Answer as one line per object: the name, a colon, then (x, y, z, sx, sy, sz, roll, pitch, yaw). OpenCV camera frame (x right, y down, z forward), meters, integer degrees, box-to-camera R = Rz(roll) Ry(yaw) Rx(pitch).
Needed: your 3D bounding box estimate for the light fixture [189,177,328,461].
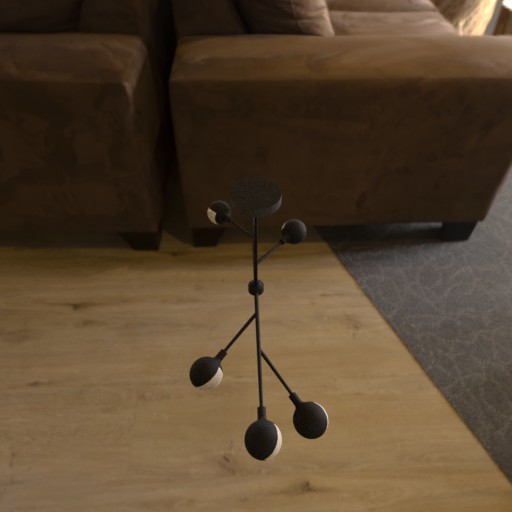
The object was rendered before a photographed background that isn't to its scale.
light fixture: (0.000, 0.000, 1.001, 0.434, 0.362, 0.778, 10, 48, 9)
